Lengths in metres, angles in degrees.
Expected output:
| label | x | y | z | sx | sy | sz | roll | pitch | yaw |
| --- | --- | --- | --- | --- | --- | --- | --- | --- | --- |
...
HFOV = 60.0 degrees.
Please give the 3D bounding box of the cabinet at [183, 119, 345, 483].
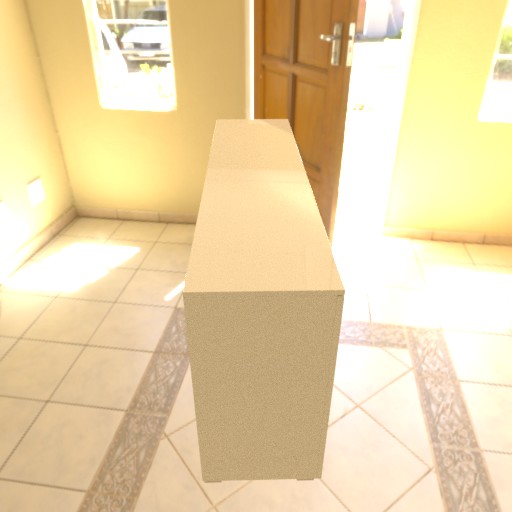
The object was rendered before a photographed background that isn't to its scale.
| label | x | y | z | sx | sy | sz | roll | pitch | yaw |
| --- | --- | --- | --- | --- | --- | --- | --- | --- | --- |
| cabinet | 0.000 | 0.000 | 1.999 | 0.400 | 0.800 | 1.650 | -1 | 31 | -1 |
